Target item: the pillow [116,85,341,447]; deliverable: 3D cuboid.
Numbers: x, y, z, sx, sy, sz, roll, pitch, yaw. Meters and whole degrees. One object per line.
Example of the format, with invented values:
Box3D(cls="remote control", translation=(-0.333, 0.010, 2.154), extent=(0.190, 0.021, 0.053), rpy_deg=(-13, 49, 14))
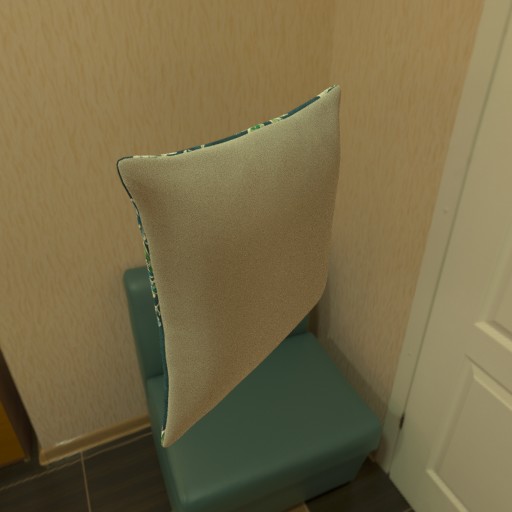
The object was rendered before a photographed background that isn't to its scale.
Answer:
Box3D(cls="pillow", translation=(0.000, 0.000, 0.794), extent=(0.166, 0.508, 0.525), rpy_deg=(21, 37, 30))
